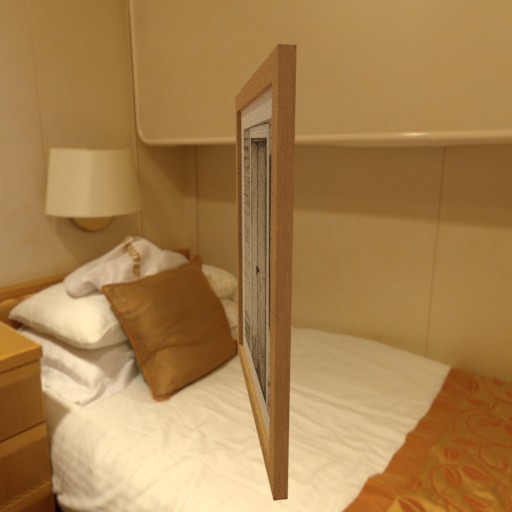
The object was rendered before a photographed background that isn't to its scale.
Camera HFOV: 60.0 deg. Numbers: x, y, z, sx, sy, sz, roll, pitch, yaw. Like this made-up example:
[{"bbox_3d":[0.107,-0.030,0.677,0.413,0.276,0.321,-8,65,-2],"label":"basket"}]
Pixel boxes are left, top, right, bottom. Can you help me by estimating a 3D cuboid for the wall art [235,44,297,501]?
[{"bbox_3d":[0.000,0.000,0.748,0.020,0.561,0.460,-2,13,-8],"label":"wall art"}]
